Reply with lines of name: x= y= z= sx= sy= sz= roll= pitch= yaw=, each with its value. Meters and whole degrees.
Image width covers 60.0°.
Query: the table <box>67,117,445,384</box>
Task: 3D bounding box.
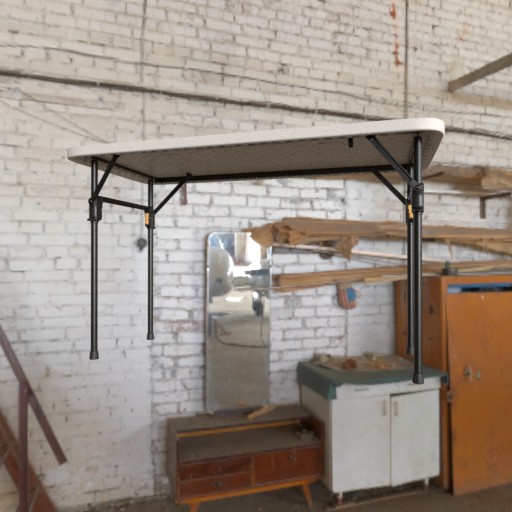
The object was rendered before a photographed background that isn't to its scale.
table: x=0.000 y=0.000 z=1.608 sx=1.219 sy=0.729 sz=0.610 roll=0 pitch=0 yaw=16
